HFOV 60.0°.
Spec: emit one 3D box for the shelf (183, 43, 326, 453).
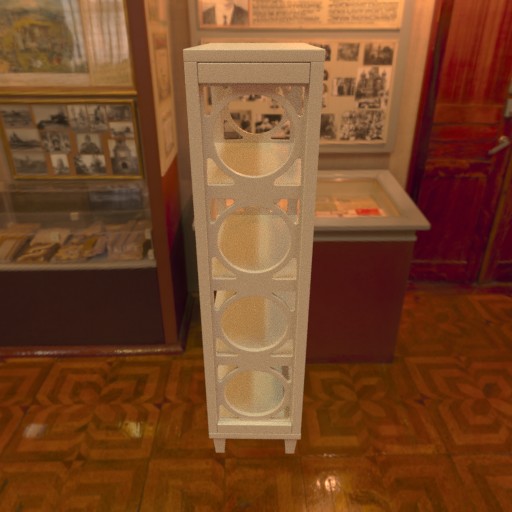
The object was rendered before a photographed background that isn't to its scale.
[{"bbox_3d":[0.000,0.000,1.644,0.340,1.411,0.611,0,27,1],"label":"shelf"}]
